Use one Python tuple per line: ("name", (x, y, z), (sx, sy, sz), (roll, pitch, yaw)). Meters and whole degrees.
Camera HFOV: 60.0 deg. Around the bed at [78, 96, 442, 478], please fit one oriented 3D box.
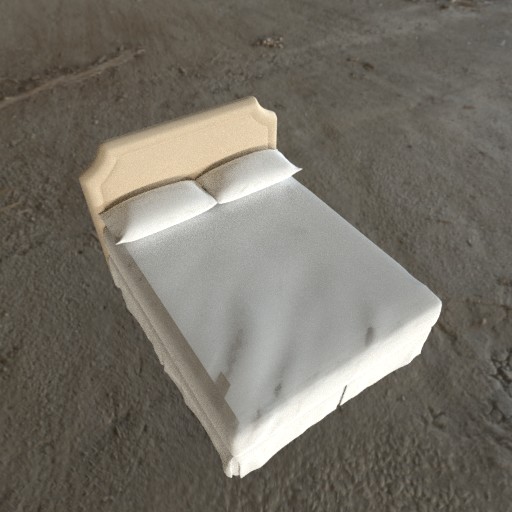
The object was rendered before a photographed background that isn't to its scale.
("bed", (0.000, 0.000, 3.872), (2.134, 1.524, 2.548), (-25, 51, -23))
